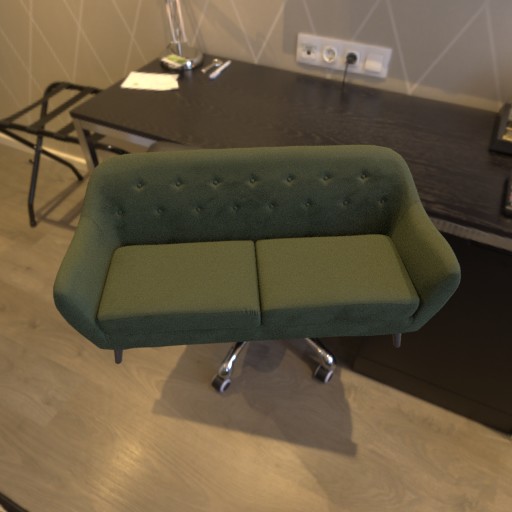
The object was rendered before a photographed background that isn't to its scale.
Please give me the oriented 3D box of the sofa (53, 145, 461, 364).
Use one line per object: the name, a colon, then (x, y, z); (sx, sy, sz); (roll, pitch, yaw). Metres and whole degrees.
sofa: (0.000, 0.000, 2.345); (1.840, 0.836, 0.820); (-3, 45, -3)
